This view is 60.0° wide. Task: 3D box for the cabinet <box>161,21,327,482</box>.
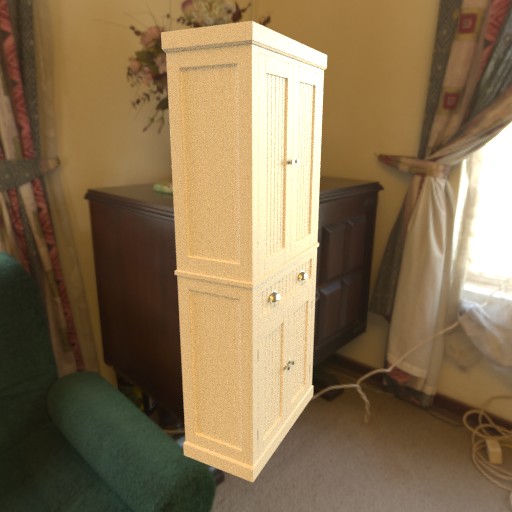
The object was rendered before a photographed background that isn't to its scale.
[{"bbox_3d":[0.000,0.000,2.097,0.390,1.829,0.754,8,17,26],"label":"cabinet"}]
